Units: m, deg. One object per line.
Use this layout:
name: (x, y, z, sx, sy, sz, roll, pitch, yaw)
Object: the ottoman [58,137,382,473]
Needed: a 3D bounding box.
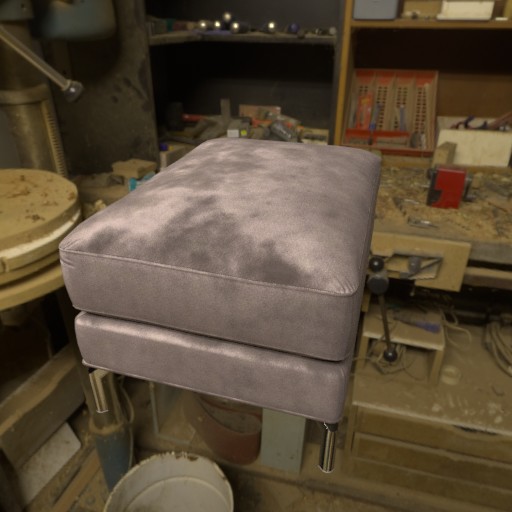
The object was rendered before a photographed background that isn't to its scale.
ottoman: (0.000, 0.000, 1.060, 0.520, 0.456, 0.719, 8, 30, 15)
